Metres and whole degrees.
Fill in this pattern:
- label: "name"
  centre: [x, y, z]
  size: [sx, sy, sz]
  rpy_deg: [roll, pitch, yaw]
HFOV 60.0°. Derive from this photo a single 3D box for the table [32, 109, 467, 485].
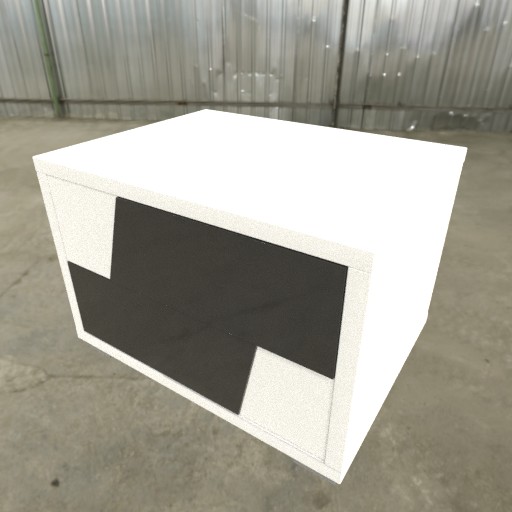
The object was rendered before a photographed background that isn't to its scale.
- label: "table"
  centre: [0.000, 0.000, 0.750]
  size: [0.517, 0.357, 0.399]
  rpy_deg: [18, 34, 29]
